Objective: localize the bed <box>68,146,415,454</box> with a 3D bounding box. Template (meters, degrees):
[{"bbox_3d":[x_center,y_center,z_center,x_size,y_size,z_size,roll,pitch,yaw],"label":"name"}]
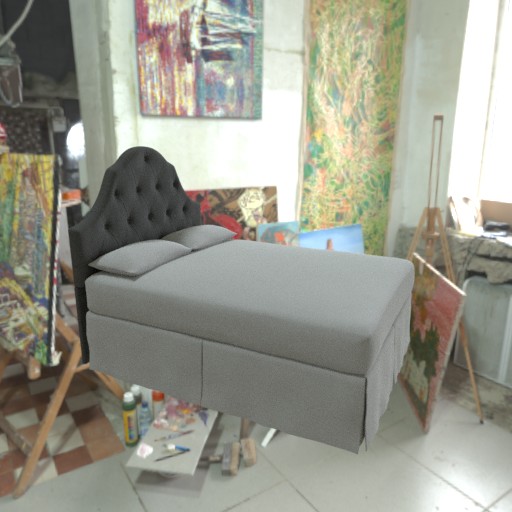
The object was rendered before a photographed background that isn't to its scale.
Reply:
[{"bbox_3d":[0.000,0.000,3.312,2.155,1.575,1.636,8,17,26],"label":"bed"}]
